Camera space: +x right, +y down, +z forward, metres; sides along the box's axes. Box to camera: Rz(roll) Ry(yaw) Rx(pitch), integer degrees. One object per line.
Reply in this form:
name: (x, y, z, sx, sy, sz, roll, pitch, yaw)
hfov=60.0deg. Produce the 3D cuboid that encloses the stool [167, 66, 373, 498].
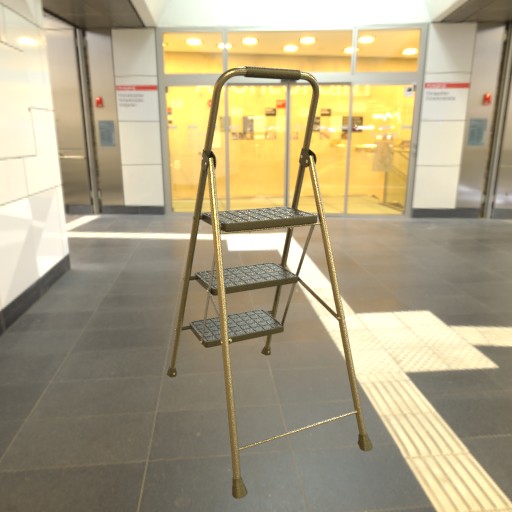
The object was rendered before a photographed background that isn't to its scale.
stool: (0.000, 0.000, 1.455, 0.473, 1.121, 0.733, -7, 17, -25)
